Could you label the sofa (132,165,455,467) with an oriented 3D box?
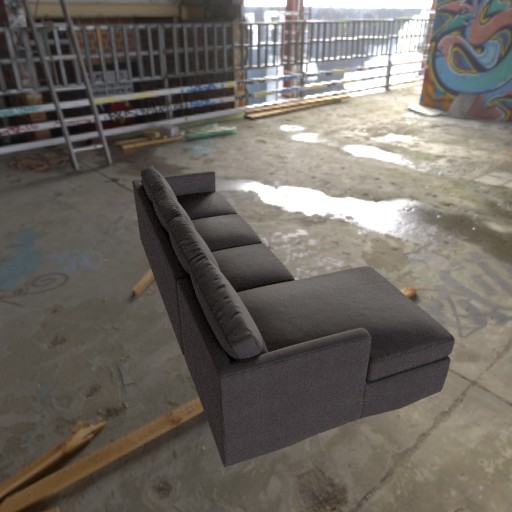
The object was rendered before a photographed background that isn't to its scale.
[{"bbox_3d":[0.000,0.000,3.909,1.650,0.922,3.205,-11,31,-19],"label":"sofa"}]
